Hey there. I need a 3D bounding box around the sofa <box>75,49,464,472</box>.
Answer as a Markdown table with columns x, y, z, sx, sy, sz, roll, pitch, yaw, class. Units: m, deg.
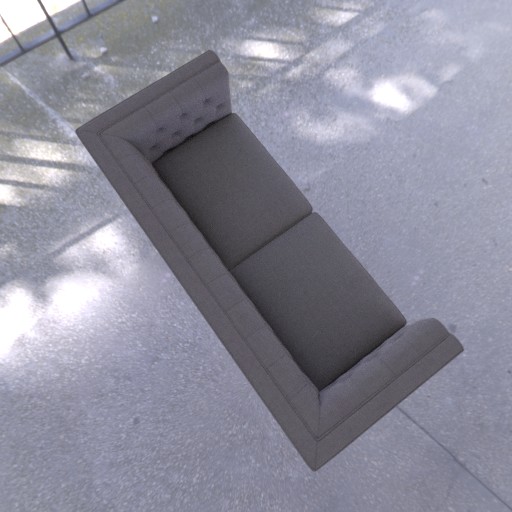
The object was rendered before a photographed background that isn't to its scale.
| x | y | z | sx | sy | sz | roll | pitch | yaw | class |
| --- | --- | --- | --- | --- | --- | --- | --- | --- | --- |
| 0.000 | 0.000 | 2.249 | 0.775 | 0.762 | 1.778 | -35 | 77 | -9 | sofa |
